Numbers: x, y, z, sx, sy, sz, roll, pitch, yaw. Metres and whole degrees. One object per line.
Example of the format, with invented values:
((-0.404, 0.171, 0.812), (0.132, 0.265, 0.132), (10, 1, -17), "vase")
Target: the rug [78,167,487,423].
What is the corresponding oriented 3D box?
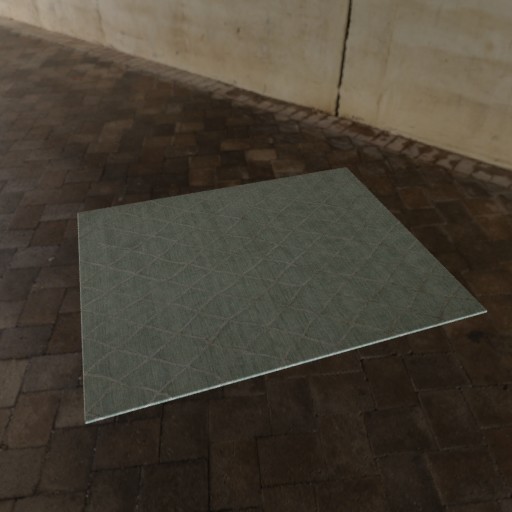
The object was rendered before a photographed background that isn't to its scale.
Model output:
((0.000, 0.000, 4.007), (3.039, 0.019, 2.420), (-12, 42, -14), "rug")
